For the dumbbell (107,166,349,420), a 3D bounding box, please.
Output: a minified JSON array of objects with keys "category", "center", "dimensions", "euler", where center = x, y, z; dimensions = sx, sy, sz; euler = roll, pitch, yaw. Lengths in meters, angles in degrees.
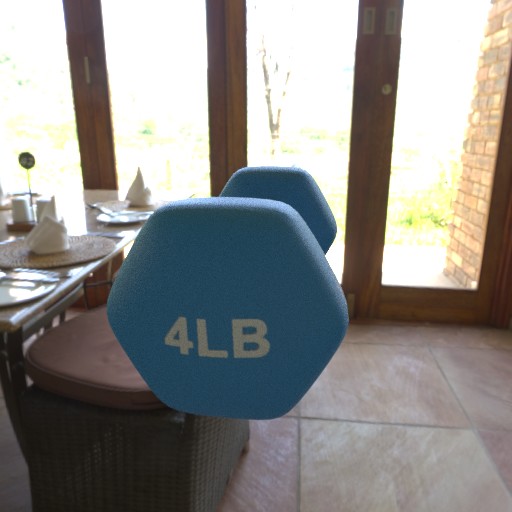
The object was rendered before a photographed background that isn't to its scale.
[{"category":"dumbbell","center":[0.000,0.000,0.191],"dimensions":[0.074,0.066,0.152],"euler":[3,16,9]}]
